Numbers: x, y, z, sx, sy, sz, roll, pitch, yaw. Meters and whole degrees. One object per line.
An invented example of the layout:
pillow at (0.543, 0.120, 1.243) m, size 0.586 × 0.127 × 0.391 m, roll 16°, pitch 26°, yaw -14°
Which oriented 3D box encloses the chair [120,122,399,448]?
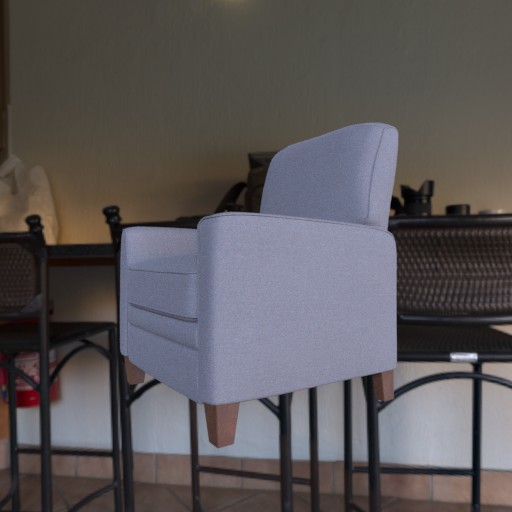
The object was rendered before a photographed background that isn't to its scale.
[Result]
chair at (0.000, 0.000, 1.701) m, size 0.859 × 1.023 × 0.845 m, roll 0°, pitch 0°, yaw -34°
